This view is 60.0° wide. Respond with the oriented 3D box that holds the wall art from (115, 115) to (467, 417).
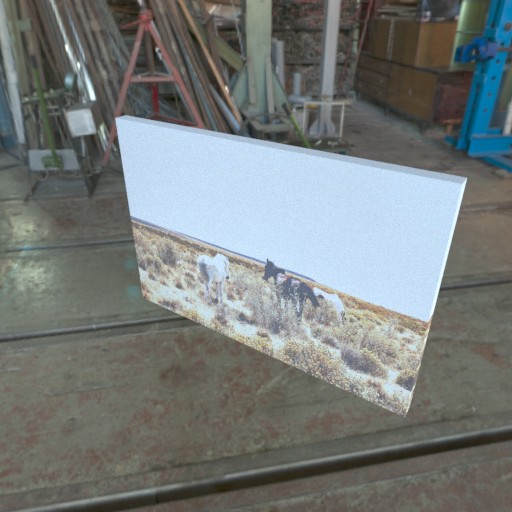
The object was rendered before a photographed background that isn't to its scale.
[{"bbox_3d":[0.000,0.000,1.468,1.138,0.761,0.051,19,35,29],"label":"wall art"}]
